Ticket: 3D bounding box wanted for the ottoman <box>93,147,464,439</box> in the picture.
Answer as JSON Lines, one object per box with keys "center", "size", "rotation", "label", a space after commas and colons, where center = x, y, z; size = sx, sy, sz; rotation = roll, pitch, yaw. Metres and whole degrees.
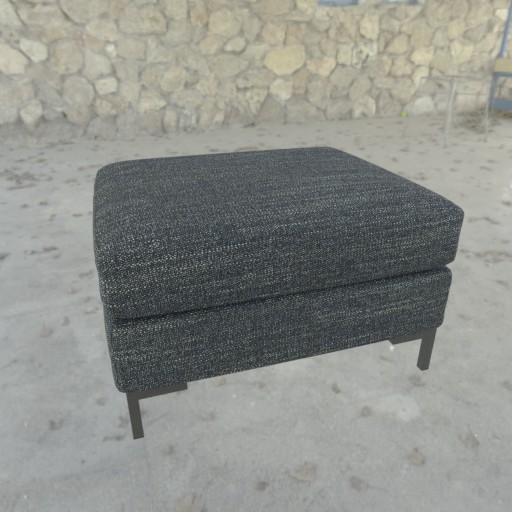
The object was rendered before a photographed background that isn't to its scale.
{"center": [0.000, 0.000, 1.233], "size": [0.814, 0.491, 0.667], "rotation": [-8, 27, -16], "label": "ottoman"}
